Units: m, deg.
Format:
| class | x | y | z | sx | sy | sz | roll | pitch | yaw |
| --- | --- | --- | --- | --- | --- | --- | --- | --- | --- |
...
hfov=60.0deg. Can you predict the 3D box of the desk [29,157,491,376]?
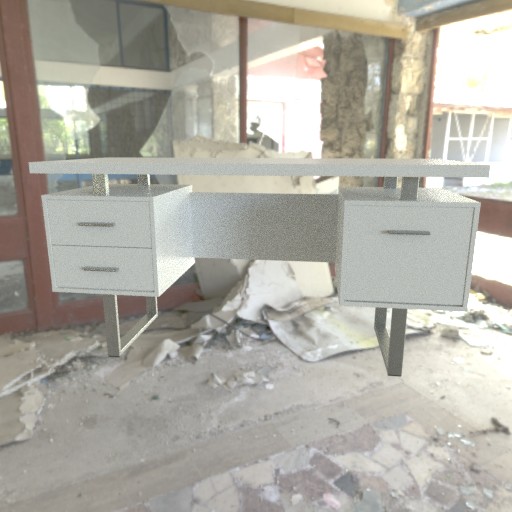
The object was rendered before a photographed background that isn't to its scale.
| class | x | y | z | sx | sy | sz | roll | pitch | yaw |
| --- | --- | --- | --- | --- | --- | --- | --- | --- | --- |
| desk | 0.000 | 0.000 | 1.833 | 1.530 | 0.773 | 0.603 | 2 | 14 | 8 |
